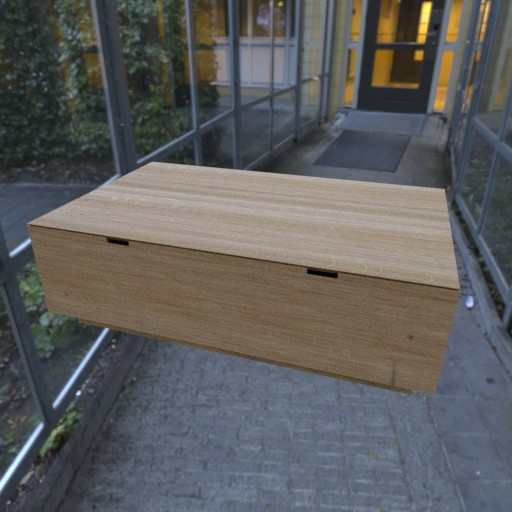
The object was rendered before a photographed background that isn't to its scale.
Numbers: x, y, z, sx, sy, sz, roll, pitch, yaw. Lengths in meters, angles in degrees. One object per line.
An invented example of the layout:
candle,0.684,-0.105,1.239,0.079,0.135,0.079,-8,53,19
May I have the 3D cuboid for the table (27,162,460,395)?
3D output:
table,0.000,0.000,1.433,1.110,0.353,0.678,9,28,16
